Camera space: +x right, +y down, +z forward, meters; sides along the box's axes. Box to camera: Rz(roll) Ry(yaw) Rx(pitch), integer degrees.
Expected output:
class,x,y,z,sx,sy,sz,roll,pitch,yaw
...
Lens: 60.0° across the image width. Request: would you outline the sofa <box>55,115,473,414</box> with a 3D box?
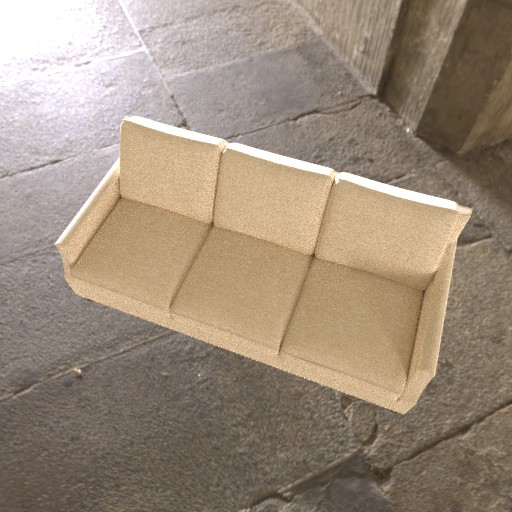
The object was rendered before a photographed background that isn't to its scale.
class,x,y,z,sx,sy,sz,roll,pitch,yaw
sofa,0.000,0.000,2.713,2.210,0.940,1.041,18,59,11
